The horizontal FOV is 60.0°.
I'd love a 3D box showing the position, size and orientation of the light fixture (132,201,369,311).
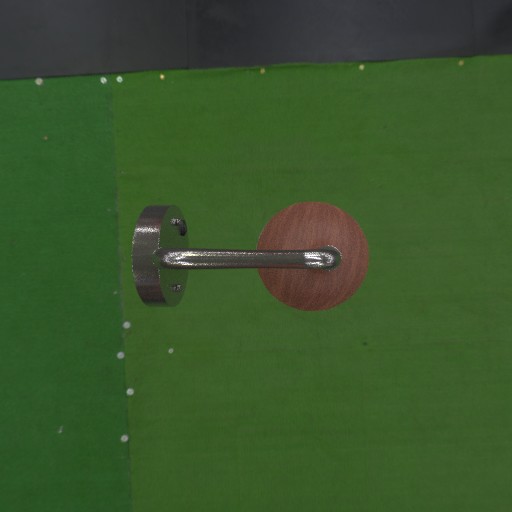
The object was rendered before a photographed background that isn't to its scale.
[{"bbox_3d":[0.000,0.000,0.456,0.216,0.343,0.108,0,91,0],"label":"light fixture"}]
